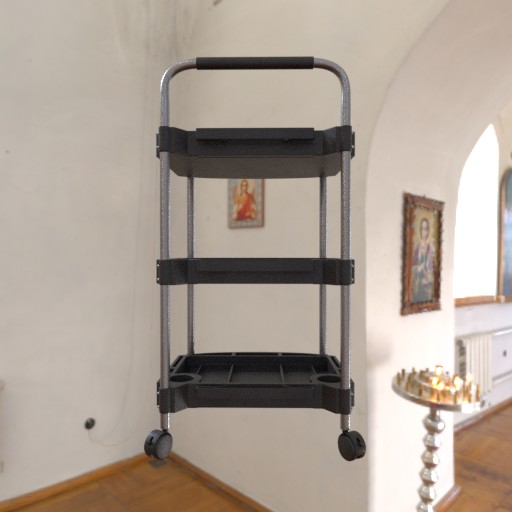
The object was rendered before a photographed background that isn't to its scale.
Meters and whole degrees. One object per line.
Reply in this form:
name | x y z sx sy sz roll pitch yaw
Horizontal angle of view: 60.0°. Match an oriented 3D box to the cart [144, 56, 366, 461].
cart | 0.000 0.000 1.397 0.584 1.075 0.518 0 0 1
